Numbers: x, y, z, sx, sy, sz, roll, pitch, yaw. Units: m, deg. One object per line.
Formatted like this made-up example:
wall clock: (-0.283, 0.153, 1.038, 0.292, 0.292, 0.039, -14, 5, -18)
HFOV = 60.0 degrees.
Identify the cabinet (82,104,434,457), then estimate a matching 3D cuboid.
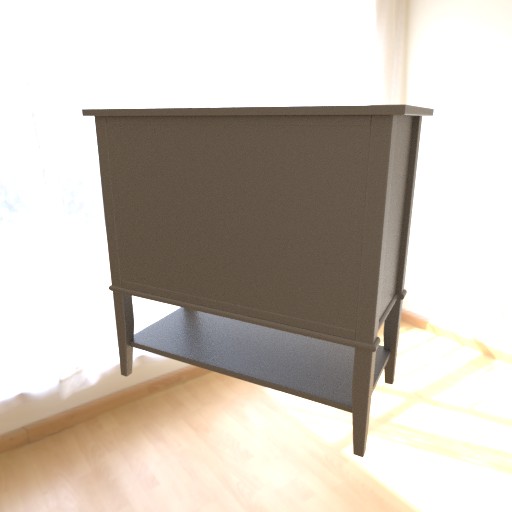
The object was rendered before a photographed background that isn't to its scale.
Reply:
cabinet: (0.000, 0.000, 1.238, 0.801, 0.780, 0.396, 9, 19, 26)
